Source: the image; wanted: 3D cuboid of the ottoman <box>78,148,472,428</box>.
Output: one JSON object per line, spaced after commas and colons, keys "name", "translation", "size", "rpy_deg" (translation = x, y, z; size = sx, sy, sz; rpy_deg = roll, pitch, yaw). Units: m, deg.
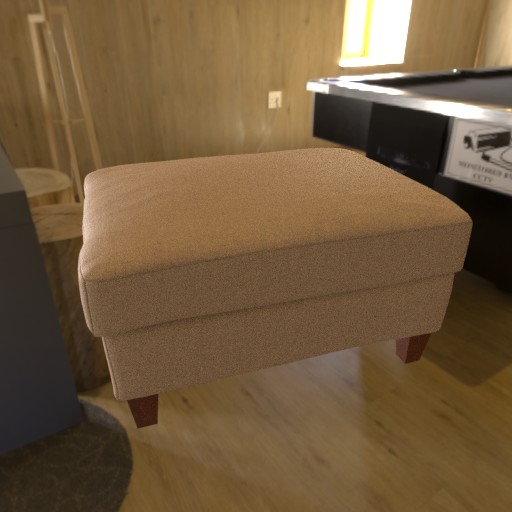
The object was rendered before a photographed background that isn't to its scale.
{"name": "ottoman", "translation": [0.000, 0.000, 1.290], "size": [0.902, 0.511, 0.692], "rpy_deg": [-9, 29, -16]}
